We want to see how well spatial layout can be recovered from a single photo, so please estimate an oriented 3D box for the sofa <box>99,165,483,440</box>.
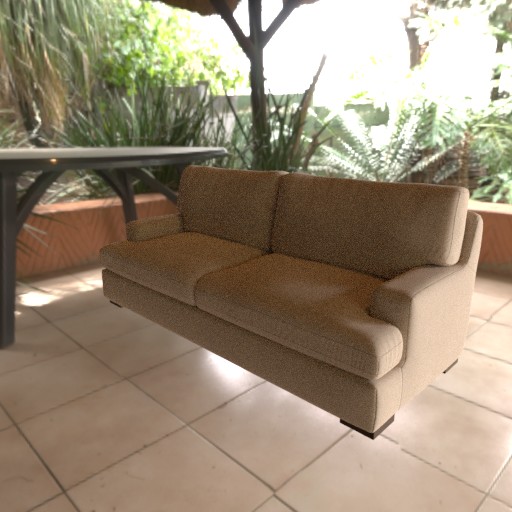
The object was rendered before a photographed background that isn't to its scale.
[{"bbox_3d":[0.000,0.000,2.571,2.147,0.925,0.929,15,21,42],"label":"sofa"}]
